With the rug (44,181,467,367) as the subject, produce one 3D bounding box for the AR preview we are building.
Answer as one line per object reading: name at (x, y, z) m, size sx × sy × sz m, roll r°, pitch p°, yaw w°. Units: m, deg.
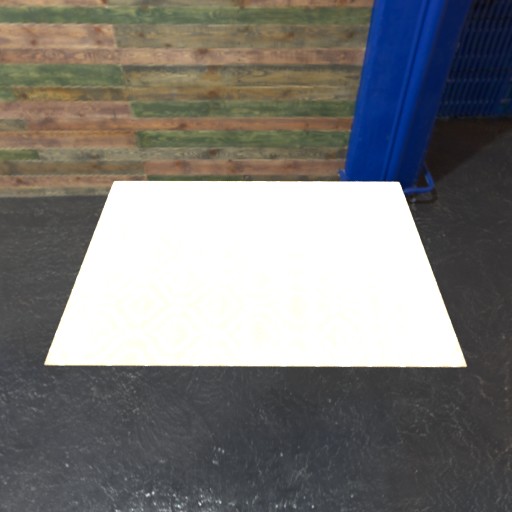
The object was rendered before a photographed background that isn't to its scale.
rug at (0.000, 0.000, 4.358) m, size 3.353 × 0.010 × 2.438 m, roll 0°, pitch 46°, yaw 0°
